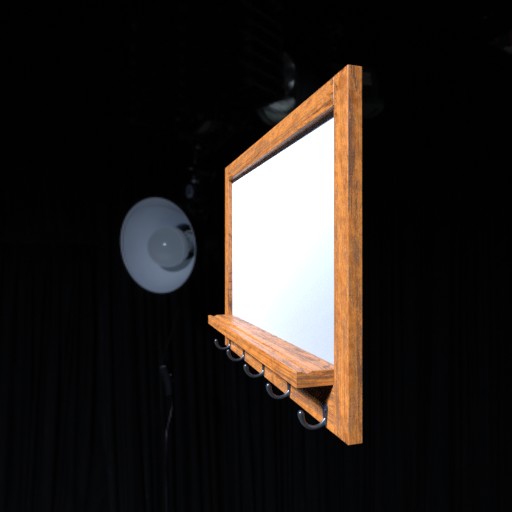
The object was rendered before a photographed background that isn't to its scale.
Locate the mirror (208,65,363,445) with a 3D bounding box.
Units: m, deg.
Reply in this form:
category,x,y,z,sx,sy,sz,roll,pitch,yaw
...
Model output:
category,x,y,z,sx,sy,sz,roll,pitch,yaw
mirror,0.000,0.000,0.980,0.084,0.537,0.758,0,0,-17
